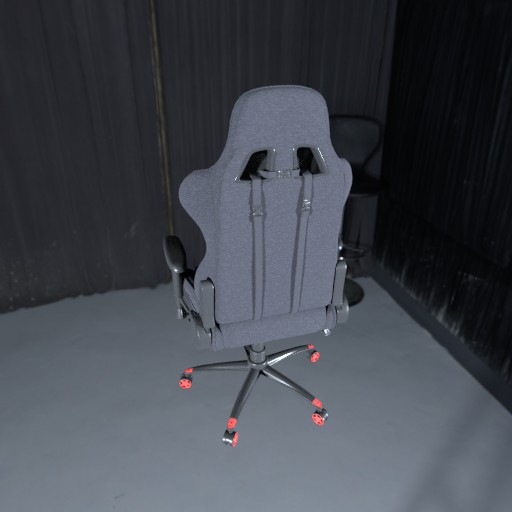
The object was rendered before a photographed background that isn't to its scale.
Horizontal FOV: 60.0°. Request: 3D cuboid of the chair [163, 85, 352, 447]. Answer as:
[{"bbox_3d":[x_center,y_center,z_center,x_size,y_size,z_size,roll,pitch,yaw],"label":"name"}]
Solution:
[{"bbox_3d":[0.000,0.000,1.754,0.695,1.326,0.658,-8,29,-15],"label":"chair"}]
